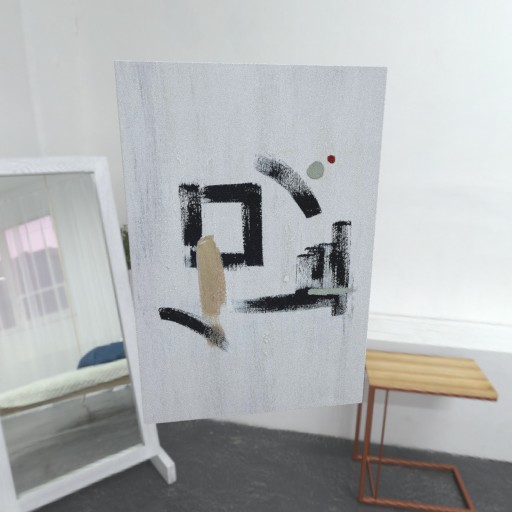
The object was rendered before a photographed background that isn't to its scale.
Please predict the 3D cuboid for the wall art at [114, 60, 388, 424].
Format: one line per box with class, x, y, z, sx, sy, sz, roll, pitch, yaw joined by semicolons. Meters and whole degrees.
wall art;0.000;0.000;1.146;0.624;0.914;0.043;-3;16;-9
